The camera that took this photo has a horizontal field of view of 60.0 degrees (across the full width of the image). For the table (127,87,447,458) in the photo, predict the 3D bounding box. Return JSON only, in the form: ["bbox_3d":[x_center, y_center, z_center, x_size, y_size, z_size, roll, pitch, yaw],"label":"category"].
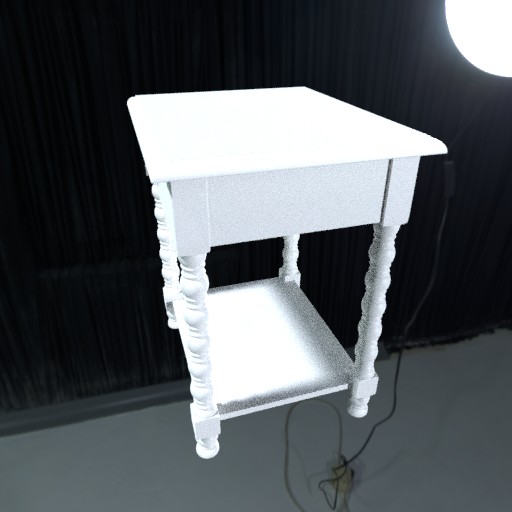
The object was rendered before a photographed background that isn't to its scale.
[{"bbox_3d":[0.000,0.000,0.842,0.381,0.531,0.460,-9,31,-15],"label":"table"}]
